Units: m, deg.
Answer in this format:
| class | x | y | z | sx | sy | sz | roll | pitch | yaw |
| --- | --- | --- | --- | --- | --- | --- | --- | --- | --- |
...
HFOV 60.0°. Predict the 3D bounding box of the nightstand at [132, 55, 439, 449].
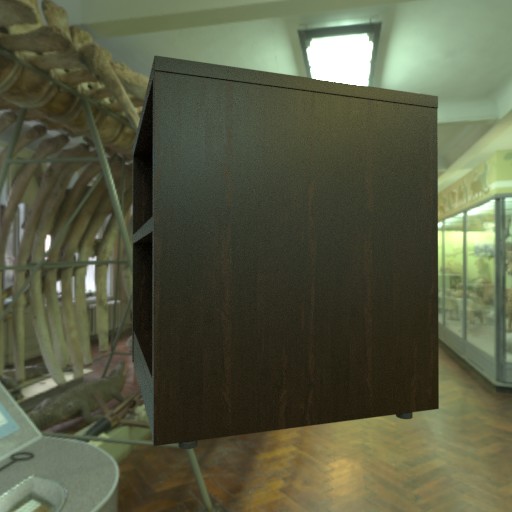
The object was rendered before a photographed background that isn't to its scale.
| class | x | y | z | sx | sy | sz | roll | pitch | yaw |
| --- | --- | --- | --- | --- | --- | --- | --- | --- | --- |
| nightstand | 0.000 | 0.000 | 0.841 | 0.427 | 0.487 | 0.489 | 0 | -1 | -19 |
